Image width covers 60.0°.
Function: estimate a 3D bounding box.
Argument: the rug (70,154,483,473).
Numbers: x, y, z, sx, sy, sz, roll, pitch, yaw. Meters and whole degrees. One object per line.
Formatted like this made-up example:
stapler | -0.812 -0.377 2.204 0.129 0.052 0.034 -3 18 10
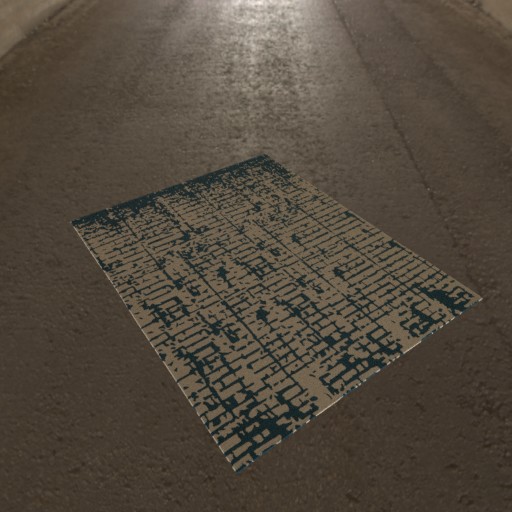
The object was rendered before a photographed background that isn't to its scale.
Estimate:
rug | 0.000 0.000 4.030 2.416 0.014 3.017 -25 47 -26
